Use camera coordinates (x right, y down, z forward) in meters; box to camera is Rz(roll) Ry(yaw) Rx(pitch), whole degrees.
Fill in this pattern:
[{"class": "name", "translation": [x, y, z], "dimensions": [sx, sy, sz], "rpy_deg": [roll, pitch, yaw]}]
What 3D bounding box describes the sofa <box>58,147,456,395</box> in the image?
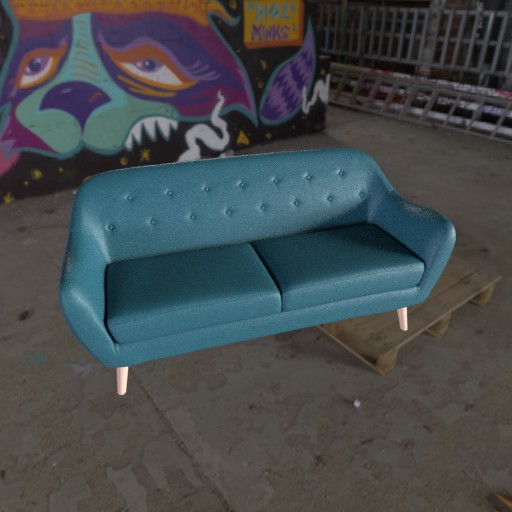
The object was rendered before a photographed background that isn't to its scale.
[{"class": "sofa", "translation": [0.000, 0.000, 2.318], "dimensions": [1.840, 0.836, 0.820], "rpy_deg": [-9, 32, -15]}]
